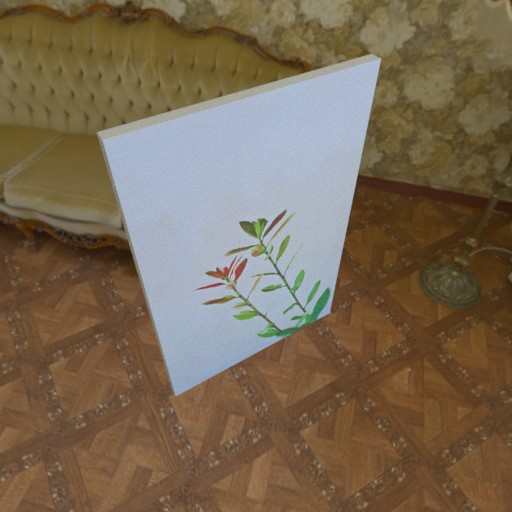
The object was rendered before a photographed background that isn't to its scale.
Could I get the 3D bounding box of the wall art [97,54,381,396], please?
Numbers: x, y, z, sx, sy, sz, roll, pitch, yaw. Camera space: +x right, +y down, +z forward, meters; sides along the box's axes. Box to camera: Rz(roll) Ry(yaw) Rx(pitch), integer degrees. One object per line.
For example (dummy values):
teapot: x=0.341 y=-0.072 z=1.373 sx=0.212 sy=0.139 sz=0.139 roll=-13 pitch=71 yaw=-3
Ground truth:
wall art: x=0.000 y=0.000 z=1.472 sx=0.764 sy=1.143 sz=0.038 roll=-24 pitch=51 yaw=-21
